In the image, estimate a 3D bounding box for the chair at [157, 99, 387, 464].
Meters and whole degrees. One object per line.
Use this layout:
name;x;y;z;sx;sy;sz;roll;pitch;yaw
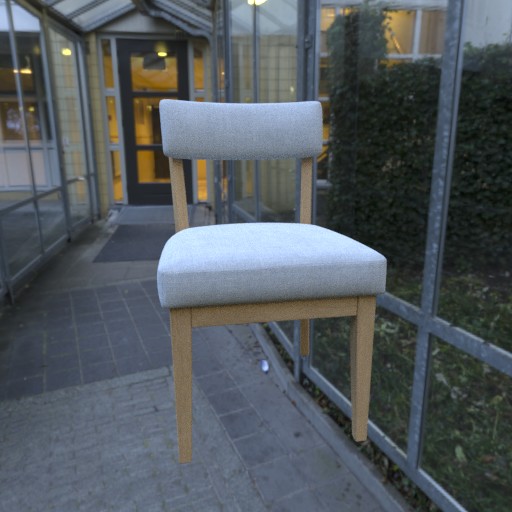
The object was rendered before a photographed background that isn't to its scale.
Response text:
chair;0.000;0.000;1.207;0.508;0.832;0.572;-3;16;-10
